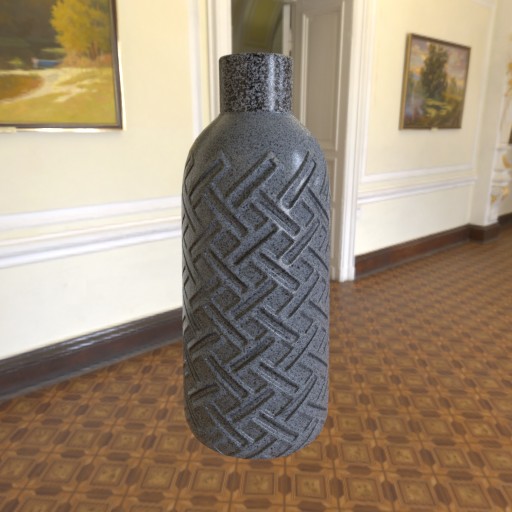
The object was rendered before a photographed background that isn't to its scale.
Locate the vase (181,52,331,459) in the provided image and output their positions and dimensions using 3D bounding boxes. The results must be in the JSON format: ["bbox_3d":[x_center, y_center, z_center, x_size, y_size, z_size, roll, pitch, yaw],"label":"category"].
[{"bbox_3d":[0.000,0.000,0.343,0.122,0.282,0.122,0,16,0],"label":"vase"}]
